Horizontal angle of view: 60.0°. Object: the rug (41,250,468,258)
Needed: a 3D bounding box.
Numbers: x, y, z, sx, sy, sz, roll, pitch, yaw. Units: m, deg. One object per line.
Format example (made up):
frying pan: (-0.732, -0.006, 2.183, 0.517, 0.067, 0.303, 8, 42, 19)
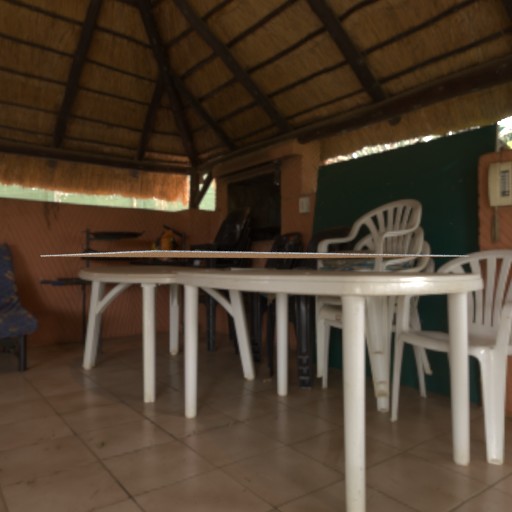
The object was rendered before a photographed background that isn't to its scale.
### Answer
rug: (0.000, 0.000, 4.161, 3.200, 0.007, 2.443, 1, -1, -38)
